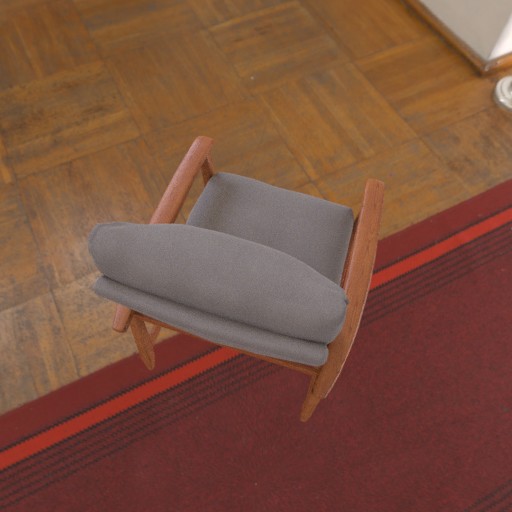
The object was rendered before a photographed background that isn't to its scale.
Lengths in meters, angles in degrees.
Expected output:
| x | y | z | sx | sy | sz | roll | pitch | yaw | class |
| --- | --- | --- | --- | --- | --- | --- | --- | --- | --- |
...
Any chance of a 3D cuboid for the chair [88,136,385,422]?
| x | y | z | sx | sy | sz | roll | pitch | yaw | class |
| --- | --- | --- | --- | --- | --- | --- | --- | --- | --- |
| 0.000 | 0.000 | 1.529 | 0.782 | 0.922 | 0.816 | 16 | 64 | 8 | chair |
